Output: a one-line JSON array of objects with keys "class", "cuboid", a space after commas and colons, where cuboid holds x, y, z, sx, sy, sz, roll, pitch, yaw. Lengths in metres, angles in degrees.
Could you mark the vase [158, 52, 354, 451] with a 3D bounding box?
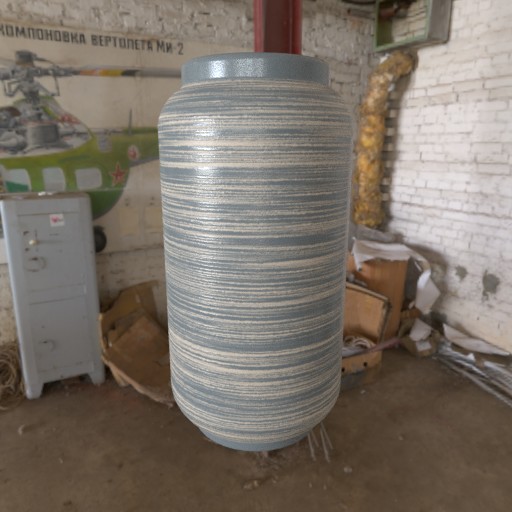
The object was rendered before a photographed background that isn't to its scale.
[{"class": "vase", "cuboid": [0.000, 0.000, 0.288, 0.116, 0.230, 0.116, 0, 14, 0]}]
